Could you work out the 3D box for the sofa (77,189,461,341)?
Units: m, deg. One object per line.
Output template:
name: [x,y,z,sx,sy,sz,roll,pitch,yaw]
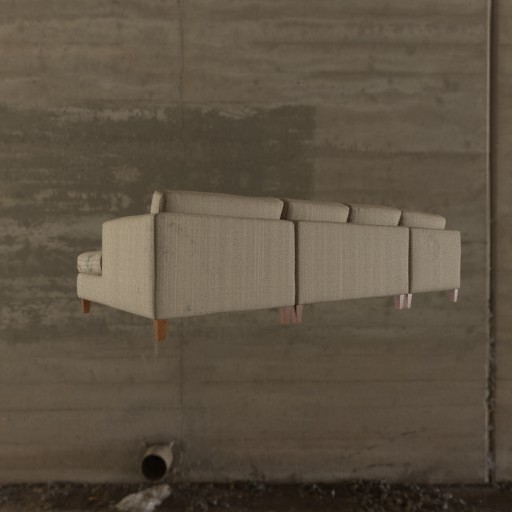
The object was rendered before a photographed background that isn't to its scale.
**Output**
sofa: [0.000,0.000,4.598,3.460,0.961,2.594,0,1,-37]
